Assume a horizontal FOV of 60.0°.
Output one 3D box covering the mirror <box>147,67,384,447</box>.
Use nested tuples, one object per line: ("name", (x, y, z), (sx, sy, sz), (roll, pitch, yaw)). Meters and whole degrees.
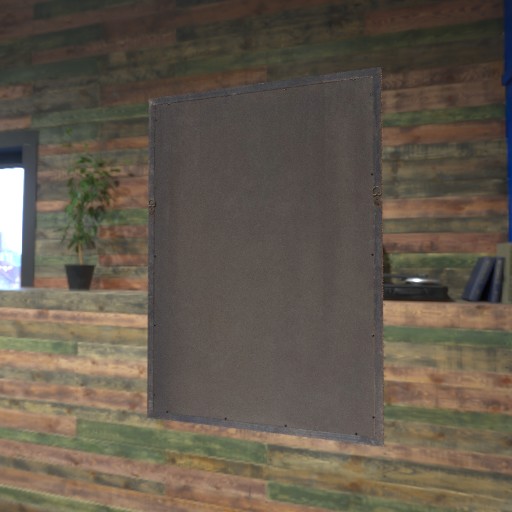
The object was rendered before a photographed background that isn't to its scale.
("mirror", (0.000, 0.000, 1.281), (0.705, 0.996, 0.025), (0, -1, 18))
